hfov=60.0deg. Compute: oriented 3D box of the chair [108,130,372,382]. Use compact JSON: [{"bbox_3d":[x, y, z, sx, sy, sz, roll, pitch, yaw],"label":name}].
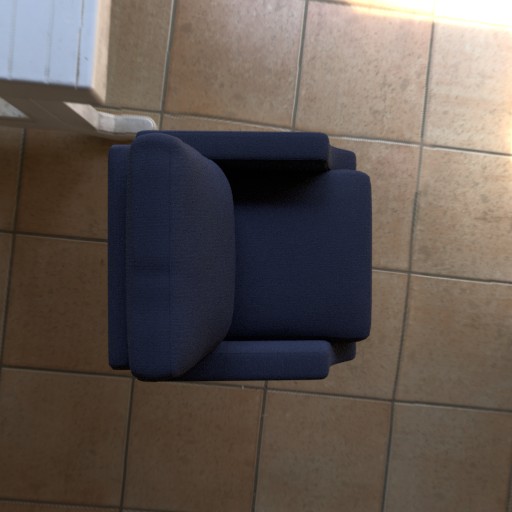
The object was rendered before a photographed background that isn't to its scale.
[{"bbox_3d":[0.000,0.000,1.635,0.897,0.991,0.855,0,90,-2],"label":"chair"}]
